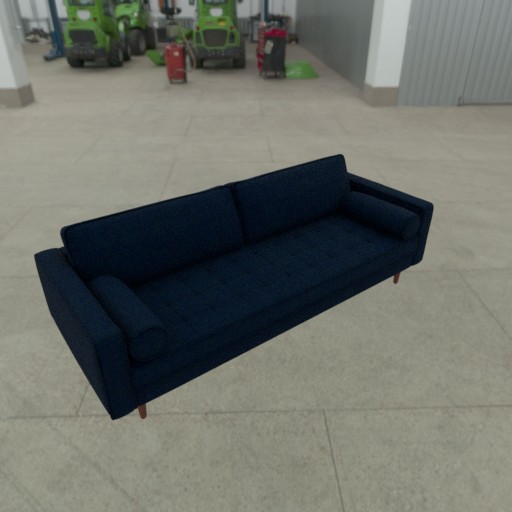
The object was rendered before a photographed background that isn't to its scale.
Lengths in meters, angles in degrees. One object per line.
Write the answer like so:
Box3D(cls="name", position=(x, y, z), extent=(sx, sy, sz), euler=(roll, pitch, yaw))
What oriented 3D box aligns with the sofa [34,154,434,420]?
Box3D(cls="sofa", position=(0.000, 0.000, 2.633), extent=(2.210, 0.762, 0.914), euler=(-21, 36, -31))
